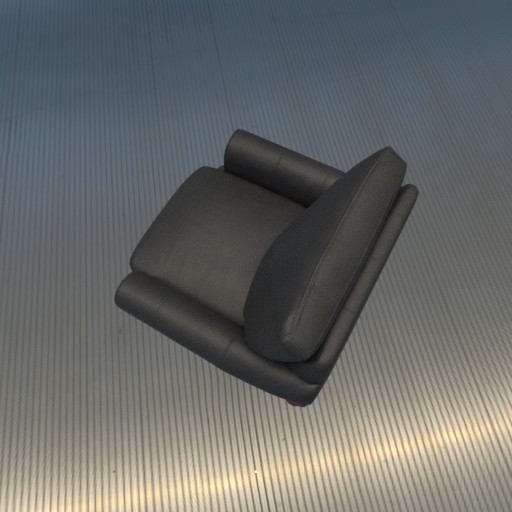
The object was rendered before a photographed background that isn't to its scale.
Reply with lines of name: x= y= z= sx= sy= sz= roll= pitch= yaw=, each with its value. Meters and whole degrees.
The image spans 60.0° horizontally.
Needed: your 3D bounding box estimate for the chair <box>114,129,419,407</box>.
chair: x=0.000 y=0.000 z=1.874 sx=1.027 sy=0.960 sz=1.015 roll=32 pitch=68 yaw=14
